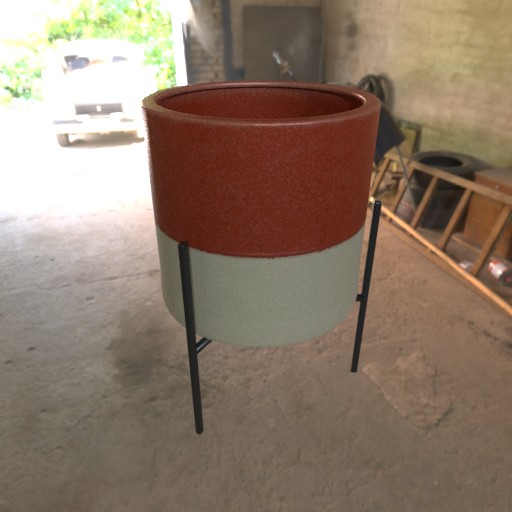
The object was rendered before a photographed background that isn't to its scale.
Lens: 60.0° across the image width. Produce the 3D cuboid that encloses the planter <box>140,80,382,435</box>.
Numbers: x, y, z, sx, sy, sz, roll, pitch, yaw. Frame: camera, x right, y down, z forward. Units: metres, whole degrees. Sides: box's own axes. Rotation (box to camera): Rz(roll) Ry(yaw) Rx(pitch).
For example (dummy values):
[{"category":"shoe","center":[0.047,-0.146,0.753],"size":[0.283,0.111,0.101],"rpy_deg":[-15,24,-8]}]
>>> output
[{"category":"planter","center":[0.000,0.000,0.518],"size":[0.235,0.354,0.251],"rpy_deg":[18,34,29]}]
